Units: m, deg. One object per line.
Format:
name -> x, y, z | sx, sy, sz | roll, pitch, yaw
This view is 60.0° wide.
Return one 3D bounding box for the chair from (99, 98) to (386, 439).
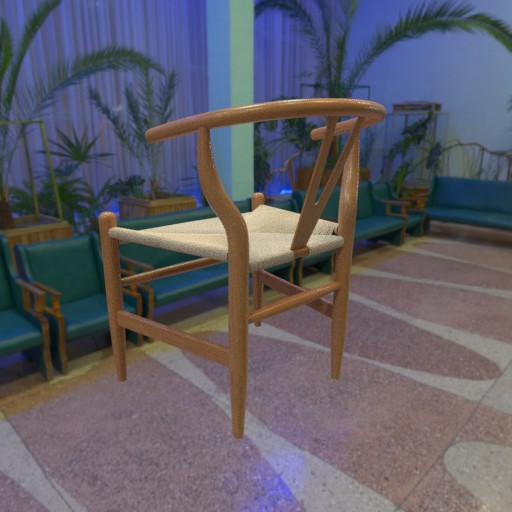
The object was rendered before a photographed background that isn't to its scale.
chair -> 0.000, 0.000, 1.132 | 0.569, 0.730, 0.579 | -14, 21, -41
